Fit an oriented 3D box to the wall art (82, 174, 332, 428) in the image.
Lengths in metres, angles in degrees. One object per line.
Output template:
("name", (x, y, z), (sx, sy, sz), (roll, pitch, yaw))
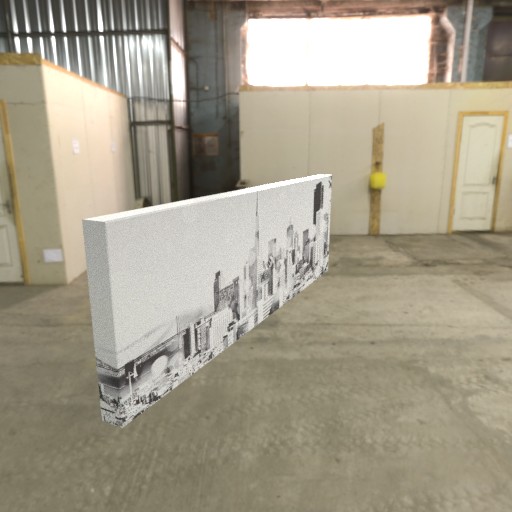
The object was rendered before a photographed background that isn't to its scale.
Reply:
("wall art", (0.000, 0.000, 0.846), (0.036, 0.256, 0.766), (8, 16, 27))
